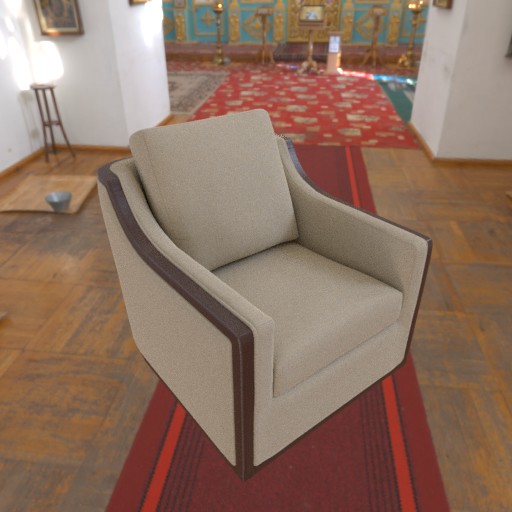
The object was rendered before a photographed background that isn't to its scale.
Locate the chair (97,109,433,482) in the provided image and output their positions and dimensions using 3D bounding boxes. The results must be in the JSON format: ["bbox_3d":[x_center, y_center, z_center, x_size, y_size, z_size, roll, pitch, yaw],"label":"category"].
[{"bbox_3d":[0.000,0.000,1.678,0.870,0.930,0.950,-22,37,-32],"label":"chair"}]
